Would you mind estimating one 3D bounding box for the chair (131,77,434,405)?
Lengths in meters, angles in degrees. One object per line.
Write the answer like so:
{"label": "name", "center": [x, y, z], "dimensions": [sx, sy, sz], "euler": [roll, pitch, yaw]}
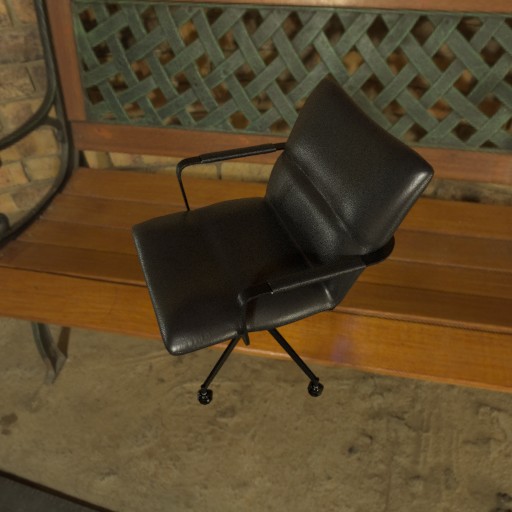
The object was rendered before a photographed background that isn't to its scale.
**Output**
{"label": "chair", "center": [0.000, 0.000, 1.506], "dimensions": [0.748, 0.922, 0.719], "euler": [-16, 48, -15]}
